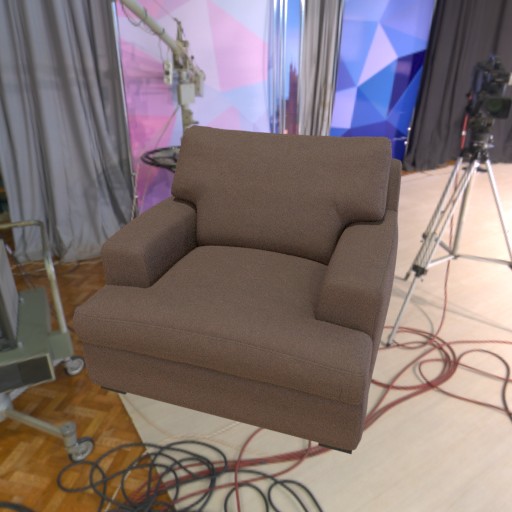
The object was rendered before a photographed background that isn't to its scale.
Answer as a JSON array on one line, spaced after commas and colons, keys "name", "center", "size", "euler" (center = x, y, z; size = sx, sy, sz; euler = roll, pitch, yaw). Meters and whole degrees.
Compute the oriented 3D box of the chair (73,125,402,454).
[{"name": "chair", "center": [0.000, 0.000, 1.939], "size": [1.168, 0.940, 1.143], "euler": [8, 28, 16]}]
